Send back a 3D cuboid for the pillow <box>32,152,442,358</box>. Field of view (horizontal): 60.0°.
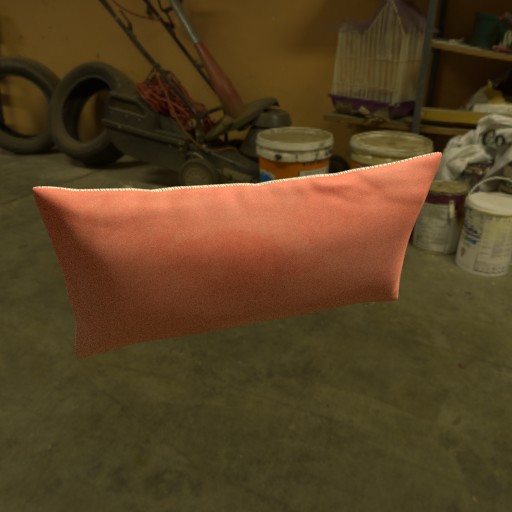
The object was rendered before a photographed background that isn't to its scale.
[{"bbox_3d":[0.000,0.000,0.722,0.608,0.307,0.155,-8,28,-15],"label":"pillow"}]
